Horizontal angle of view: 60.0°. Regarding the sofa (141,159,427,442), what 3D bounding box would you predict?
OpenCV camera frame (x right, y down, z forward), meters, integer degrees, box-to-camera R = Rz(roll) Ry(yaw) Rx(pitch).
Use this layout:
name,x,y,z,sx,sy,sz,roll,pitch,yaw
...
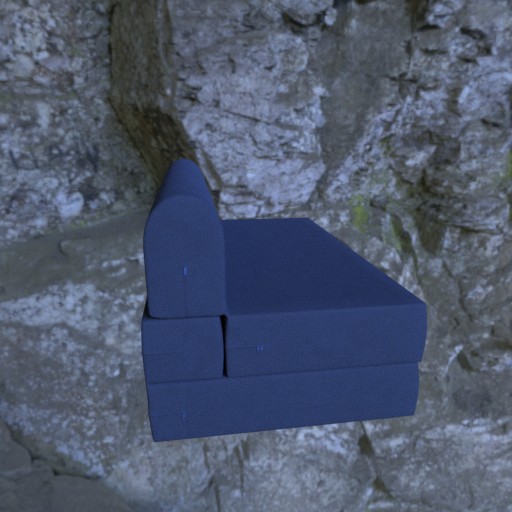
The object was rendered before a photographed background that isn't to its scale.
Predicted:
name,x,y,z,sx,sy,sz,roll,pitch,yaw
sofa,0.000,0.000,1.704,0.762,0.660,1.219,-2,16,-9
